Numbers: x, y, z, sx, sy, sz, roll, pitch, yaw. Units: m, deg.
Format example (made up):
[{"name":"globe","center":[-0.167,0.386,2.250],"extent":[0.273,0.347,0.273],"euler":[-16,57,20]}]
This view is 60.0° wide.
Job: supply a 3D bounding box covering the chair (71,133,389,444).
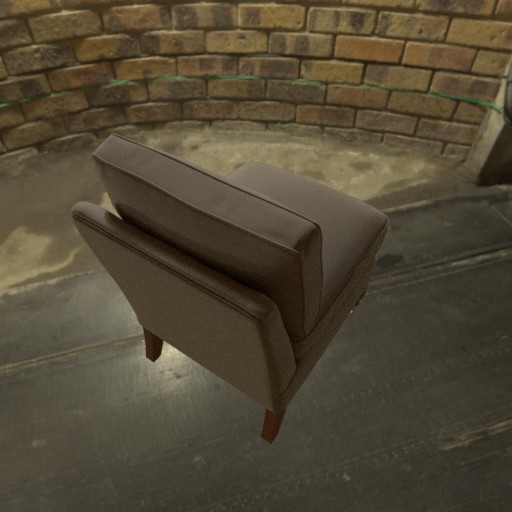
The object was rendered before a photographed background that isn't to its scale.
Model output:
[{"name":"chair","center":[0.000,0.000,1.666],"extent":[0.724,1.045,0.924],"euler":[27,52,23]}]
